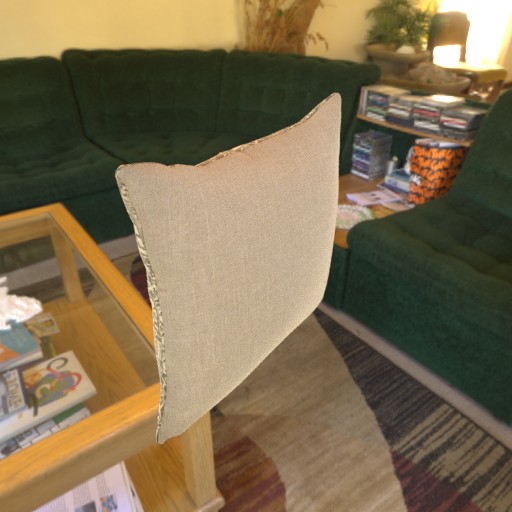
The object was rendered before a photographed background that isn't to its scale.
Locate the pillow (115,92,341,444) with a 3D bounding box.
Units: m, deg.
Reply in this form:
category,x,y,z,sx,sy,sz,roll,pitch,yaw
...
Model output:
category,x,y,z,sx,sy,sz,roll,pitch,yaw
pillow,0.000,0.000,0.801,0.180,0.487,0.546,21,37,30
